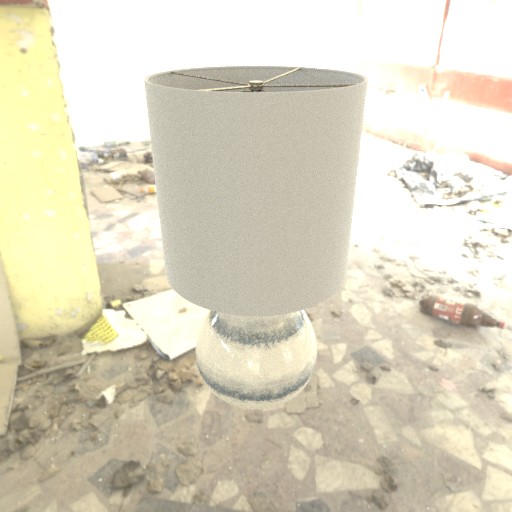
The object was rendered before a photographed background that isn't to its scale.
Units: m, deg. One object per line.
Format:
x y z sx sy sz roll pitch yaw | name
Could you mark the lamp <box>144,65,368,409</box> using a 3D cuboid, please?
0.000 0.000 0.533 0.216 0.404 0.216 0 28 -1 | lamp
